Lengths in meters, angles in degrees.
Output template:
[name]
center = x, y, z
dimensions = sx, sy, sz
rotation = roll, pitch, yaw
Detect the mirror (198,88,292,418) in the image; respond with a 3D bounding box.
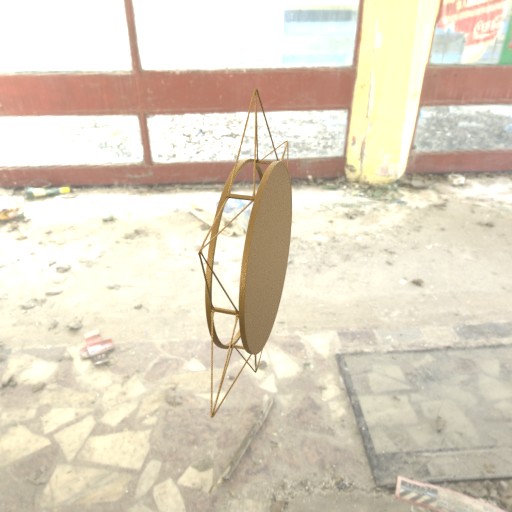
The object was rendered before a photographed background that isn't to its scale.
[mirror]
center = 0.000, 0.000, 0.808
dimensions = 0.062, 0.581, 0.498
rotation = 8, 31, 14
